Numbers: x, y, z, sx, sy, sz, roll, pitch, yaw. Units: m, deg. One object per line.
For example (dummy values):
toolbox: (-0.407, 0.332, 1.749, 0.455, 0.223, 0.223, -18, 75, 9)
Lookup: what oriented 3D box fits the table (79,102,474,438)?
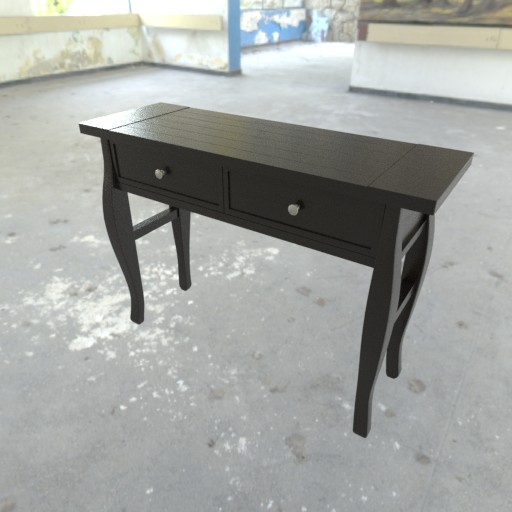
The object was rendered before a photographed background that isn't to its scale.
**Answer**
table: (0.000, 0.000, 1.419, 1.062, 0.768, 0.373, 19, 35, 28)
